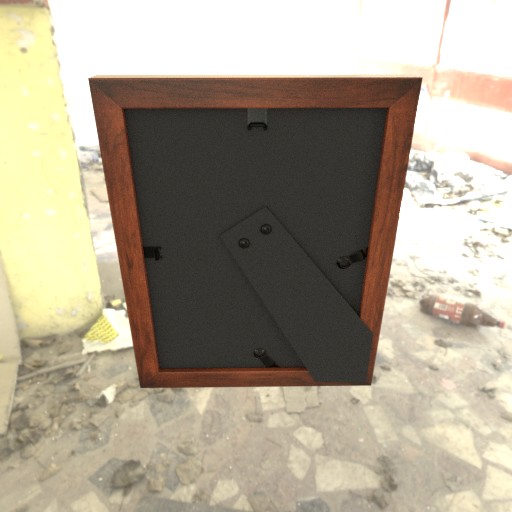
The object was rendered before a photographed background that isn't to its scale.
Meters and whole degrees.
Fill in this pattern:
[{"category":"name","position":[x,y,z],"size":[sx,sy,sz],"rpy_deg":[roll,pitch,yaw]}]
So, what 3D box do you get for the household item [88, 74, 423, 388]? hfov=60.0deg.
[{"category":"household item","position":[0.000,0.000,0.331],"size":[0.200,0.250,0.020],"rpy_deg":[0,28,-1]}]
